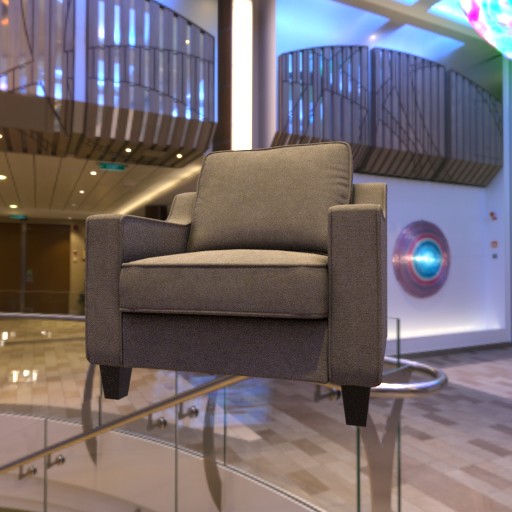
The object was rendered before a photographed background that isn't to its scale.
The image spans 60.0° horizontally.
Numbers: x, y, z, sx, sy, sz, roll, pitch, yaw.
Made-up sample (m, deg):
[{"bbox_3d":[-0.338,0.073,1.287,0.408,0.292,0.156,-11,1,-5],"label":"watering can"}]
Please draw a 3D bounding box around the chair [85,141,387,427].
[{"bbox_3d":[0.000,0.000,1.651,0.926,0.944,0.840,0,-1,18],"label":"chair"}]
